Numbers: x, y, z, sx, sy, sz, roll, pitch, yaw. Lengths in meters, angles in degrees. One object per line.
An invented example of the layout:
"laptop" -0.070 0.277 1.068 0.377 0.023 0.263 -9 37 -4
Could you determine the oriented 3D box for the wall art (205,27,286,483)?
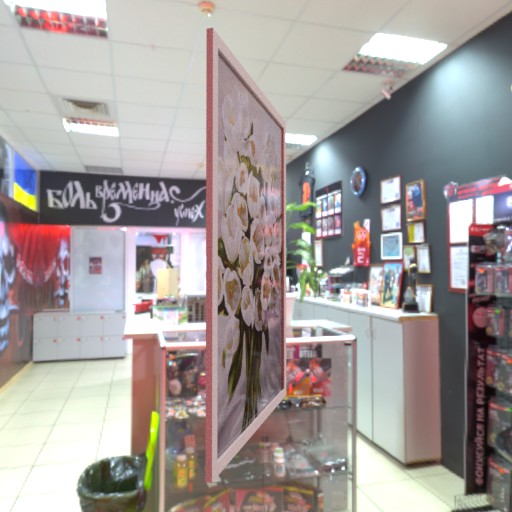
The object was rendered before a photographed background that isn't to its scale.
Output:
"wall art" 0.000 0.000 1.256 0.015 0.965 0.660 0 -1 18
